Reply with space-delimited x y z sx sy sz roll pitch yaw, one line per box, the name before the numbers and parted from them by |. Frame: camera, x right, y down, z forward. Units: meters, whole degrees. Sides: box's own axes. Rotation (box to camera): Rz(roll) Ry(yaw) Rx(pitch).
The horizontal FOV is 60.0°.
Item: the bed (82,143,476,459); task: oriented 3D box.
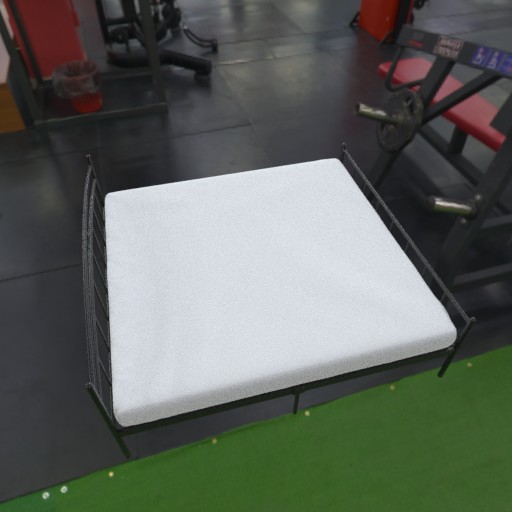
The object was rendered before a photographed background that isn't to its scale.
bed | 0.000 0.000 3.013 2.040 0.940 1.880 -11 47 -10
